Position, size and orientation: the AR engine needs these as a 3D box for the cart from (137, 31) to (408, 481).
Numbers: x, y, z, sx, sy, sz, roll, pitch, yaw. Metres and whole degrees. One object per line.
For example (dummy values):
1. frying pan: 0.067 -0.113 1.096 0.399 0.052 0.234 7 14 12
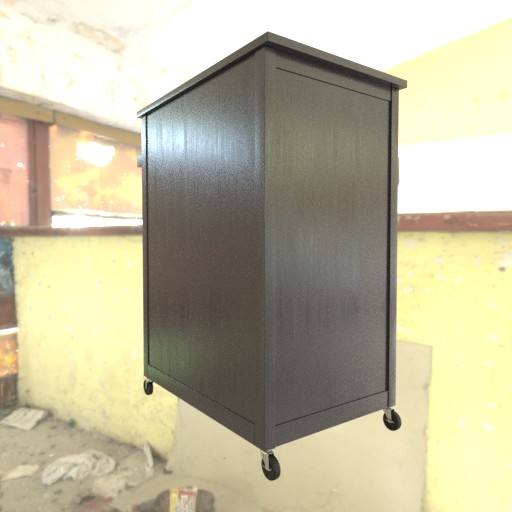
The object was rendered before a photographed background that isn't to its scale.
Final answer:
1. cart: 0.000 0.000 1.259 0.449 0.878 0.690 -1 2 -36
